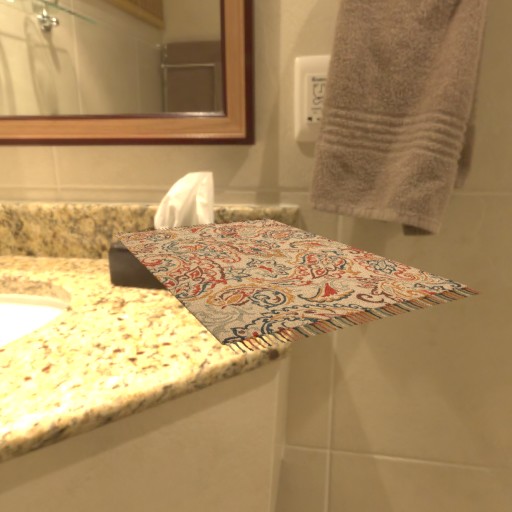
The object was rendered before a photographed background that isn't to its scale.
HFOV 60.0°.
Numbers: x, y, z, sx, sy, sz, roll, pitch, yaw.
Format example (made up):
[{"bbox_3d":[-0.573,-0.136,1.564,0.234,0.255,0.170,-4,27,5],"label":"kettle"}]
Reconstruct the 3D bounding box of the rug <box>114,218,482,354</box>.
[{"bbox_3d":[0.000,0.000,2.521,1.218,0.010,1.997,-8,18,-27],"label":"rug"}]
